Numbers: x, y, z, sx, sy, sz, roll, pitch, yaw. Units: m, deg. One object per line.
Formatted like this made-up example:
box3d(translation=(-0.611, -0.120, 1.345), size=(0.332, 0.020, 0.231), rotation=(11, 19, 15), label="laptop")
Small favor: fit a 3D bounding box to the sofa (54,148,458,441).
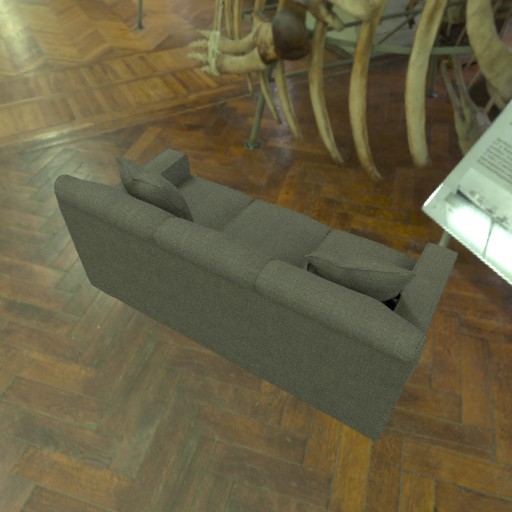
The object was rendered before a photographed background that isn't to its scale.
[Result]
box3d(translation=(0.000, 0.000, 2.596), size=(2.024, 0.958, 0.997), rotation=(23, 50, 21), label="sofa")
